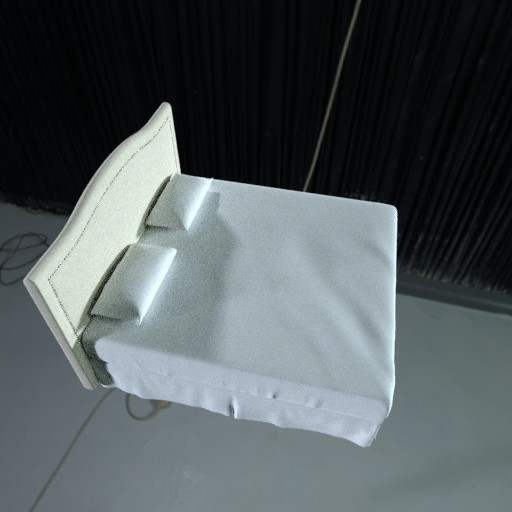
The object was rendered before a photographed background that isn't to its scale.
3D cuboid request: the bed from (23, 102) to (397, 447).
[{"bbox_3d":[0.000,0.000,3.400,2.182,1.421,2.083,10,47,9],"label":"bed"}]
